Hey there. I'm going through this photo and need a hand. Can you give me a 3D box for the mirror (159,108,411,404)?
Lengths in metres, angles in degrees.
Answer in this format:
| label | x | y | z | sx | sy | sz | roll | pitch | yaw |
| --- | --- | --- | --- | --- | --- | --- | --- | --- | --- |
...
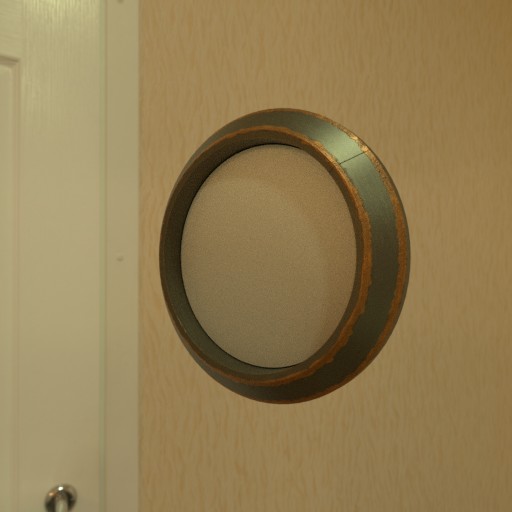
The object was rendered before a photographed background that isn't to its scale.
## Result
| label | x | y | z | sx | sy | sz | roll | pitch | yaw |
| --- | --- | --- | --- | --- | --- | --- | --- | --- | --- |
| mirror | 0.000 | 0.000 | 1.366 | 0.907 | 0.907 | 0.111 | 0 | 0 | 35 |
